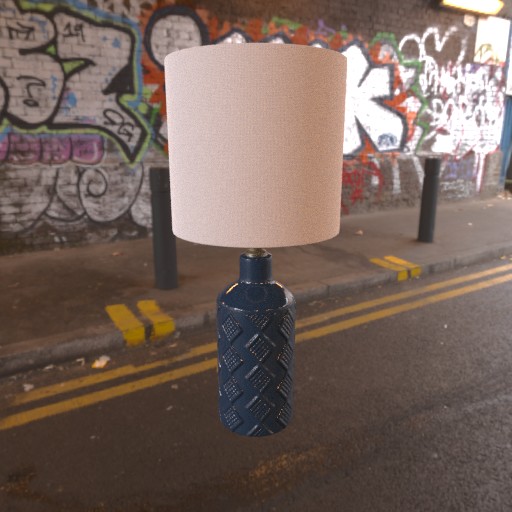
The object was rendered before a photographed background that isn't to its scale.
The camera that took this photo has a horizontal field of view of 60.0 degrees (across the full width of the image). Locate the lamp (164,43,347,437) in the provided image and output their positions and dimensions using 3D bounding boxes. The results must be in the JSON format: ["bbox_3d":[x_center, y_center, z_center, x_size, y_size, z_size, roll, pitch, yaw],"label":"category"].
[{"bbox_3d":[0.000,0.000,0.567,0.207,0.461,0.207,2,15,8],"label":"lamp"}]
